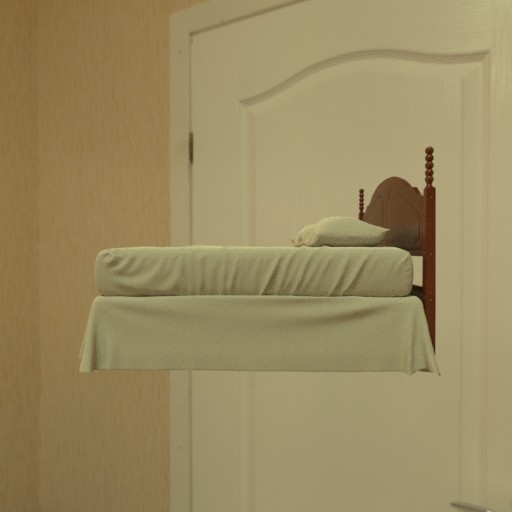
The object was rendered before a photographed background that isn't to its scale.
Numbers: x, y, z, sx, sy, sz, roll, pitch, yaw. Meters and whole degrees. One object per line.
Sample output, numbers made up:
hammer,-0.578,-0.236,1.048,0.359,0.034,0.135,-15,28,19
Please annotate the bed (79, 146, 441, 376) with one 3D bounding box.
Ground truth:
bed,0.000,0.000,3.645,2.219,1.355,2.322,0,1,1
